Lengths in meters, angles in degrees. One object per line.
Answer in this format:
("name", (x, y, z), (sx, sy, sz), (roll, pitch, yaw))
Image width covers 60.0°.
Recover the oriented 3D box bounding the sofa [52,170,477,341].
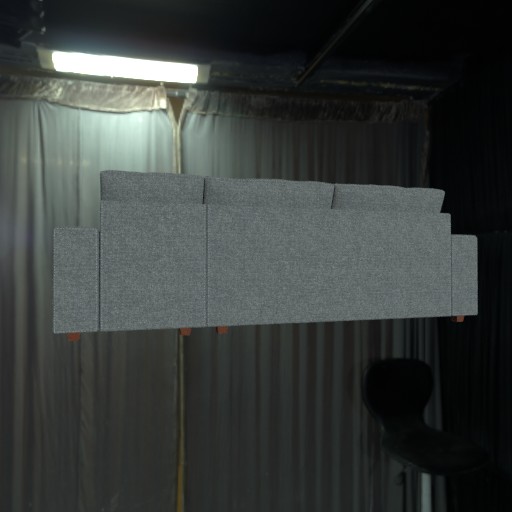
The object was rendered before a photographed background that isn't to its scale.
("sofa", (0.000, 0.000, 3.493), (2.718, 0.940, 1.689), (0, -1, -17))
